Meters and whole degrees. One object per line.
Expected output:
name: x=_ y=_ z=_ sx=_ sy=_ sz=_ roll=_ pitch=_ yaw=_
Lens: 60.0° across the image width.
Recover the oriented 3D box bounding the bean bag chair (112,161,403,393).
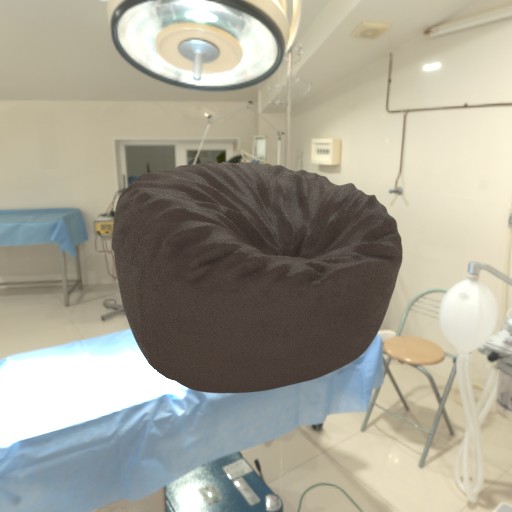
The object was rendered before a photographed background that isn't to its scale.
bean bag chair: x=0.000 y=0.000 z=2.044 sx=1.245 sy=0.821 sz=1.245 roll=0 pitch=15 yaw=0
